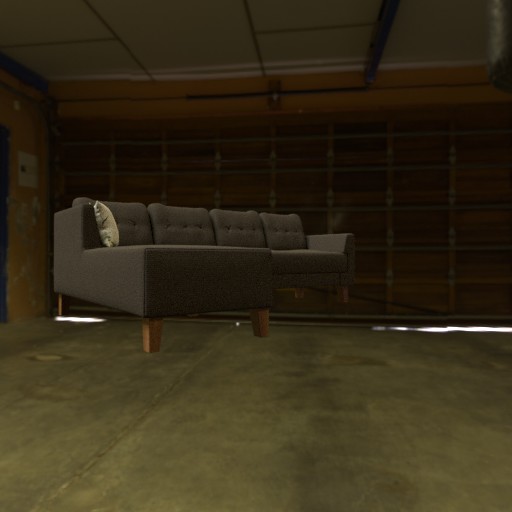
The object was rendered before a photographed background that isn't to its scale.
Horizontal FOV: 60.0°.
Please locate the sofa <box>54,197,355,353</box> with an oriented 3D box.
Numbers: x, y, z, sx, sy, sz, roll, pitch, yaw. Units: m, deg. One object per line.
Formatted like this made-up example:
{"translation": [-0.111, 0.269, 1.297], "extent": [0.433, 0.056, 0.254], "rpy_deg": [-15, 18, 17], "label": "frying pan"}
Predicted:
{"translation": [0.000, 0.000, 3.583], "extent": [2.679, 0.932, 1.829], "rpy_deg": [0, 0, -37], "label": "sofa"}
